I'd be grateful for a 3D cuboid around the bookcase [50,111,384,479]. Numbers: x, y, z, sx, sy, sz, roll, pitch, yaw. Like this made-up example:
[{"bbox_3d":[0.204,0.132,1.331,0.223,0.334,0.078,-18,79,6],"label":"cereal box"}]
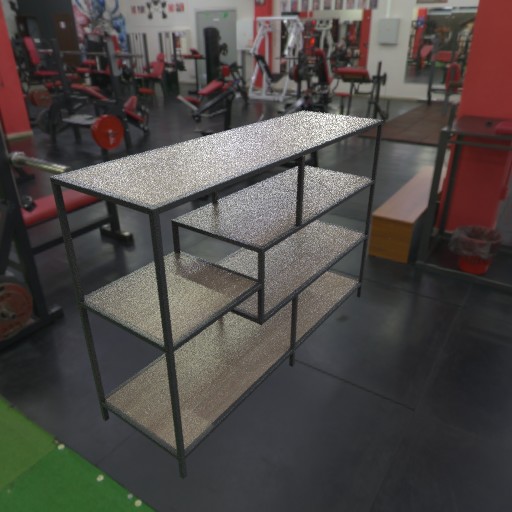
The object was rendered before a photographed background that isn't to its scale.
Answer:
[{"bbox_3d":[0.000,0.000,1.520,0.350,0.780,1.140,19,33,32],"label":"bookcase"}]
